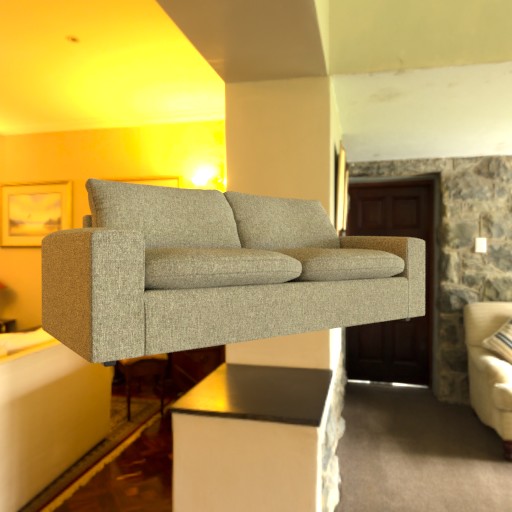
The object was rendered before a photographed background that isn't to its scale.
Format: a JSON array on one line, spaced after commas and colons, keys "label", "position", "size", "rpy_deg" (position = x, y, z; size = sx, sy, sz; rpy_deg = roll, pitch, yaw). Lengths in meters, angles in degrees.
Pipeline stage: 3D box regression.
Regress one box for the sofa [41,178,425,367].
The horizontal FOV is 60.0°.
[{"label": "sofa", "position": [0.000, 0.000, 2.804], "size": [2.299, 0.922, 1.040], "rpy_deg": [0, 1, -36]}]
